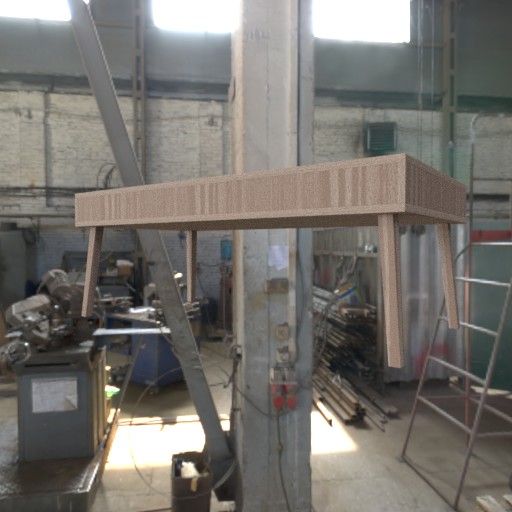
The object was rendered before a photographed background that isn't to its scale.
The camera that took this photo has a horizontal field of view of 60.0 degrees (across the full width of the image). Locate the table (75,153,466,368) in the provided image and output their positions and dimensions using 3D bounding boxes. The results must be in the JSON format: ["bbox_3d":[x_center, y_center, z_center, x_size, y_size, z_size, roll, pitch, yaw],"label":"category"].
[{"bbox_3d":[0.000,0.000,1.509,1.200,0.450,0.600,1,2,36],"label":"table"}]
